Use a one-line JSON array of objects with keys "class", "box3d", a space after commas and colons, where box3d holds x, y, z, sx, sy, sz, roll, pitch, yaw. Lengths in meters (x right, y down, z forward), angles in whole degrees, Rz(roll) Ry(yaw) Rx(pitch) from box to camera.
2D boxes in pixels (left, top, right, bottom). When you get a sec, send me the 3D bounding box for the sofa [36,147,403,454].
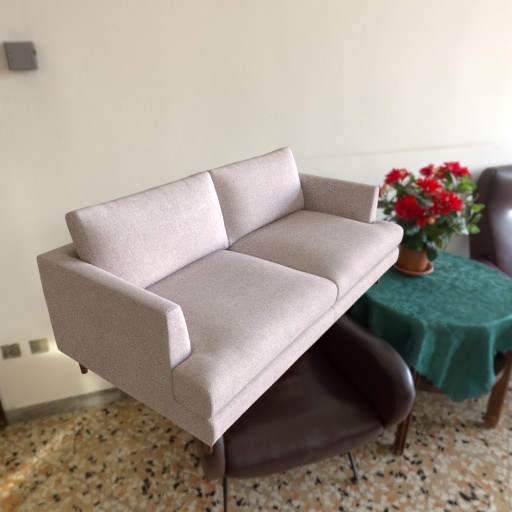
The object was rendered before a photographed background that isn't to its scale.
[{"class": "sofa", "box3d": [0.000, 0.000, 2.477, 1.020, 0.868, 1.948, 17, 30, 32]}]
